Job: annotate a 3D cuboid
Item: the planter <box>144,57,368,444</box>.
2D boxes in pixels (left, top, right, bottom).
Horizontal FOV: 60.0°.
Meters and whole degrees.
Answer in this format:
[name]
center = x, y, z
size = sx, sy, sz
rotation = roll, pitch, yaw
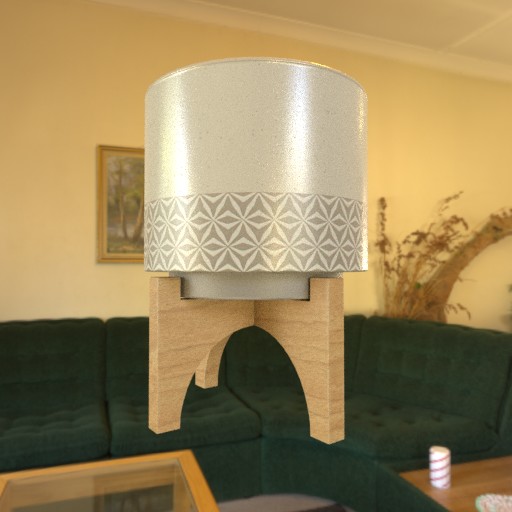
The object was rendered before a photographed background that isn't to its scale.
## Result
[planter]
center = 0.000, 0.000, 0.507
size = 0.249, 0.343, 0.249
rotation = 0, -1, 0
